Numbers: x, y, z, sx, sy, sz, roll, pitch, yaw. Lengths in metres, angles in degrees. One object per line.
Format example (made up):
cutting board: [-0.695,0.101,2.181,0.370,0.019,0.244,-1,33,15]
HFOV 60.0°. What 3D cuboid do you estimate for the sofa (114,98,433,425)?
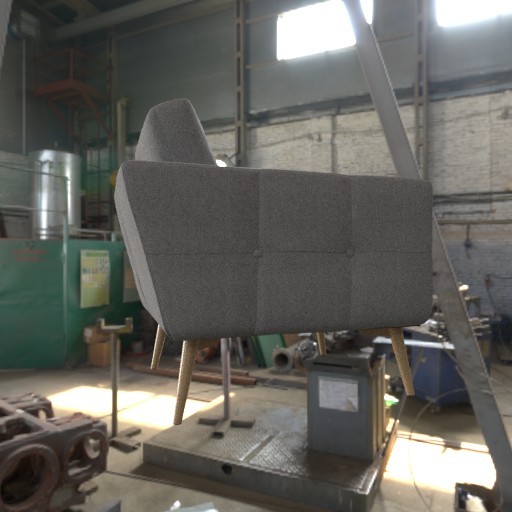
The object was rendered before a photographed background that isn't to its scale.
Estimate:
sofa: [0.000,0.000,1.520,0.920,0.860,0.770,0,0,-19]
